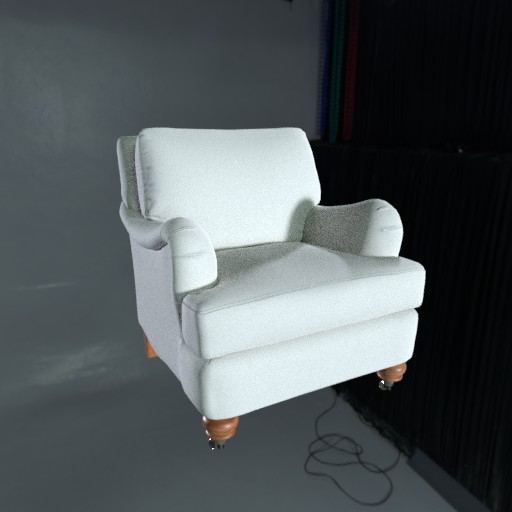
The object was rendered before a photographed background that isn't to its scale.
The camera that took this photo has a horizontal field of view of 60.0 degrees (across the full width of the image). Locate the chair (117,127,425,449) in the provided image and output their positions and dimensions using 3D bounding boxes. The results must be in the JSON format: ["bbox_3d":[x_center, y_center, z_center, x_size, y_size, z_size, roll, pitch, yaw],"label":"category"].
[{"bbox_3d":[0.000,0.000,1.867,0.955,1.038,1.070,-8,18,-26],"label":"chair"}]
